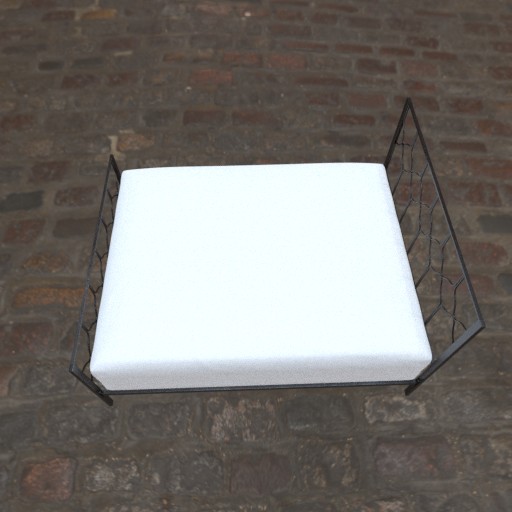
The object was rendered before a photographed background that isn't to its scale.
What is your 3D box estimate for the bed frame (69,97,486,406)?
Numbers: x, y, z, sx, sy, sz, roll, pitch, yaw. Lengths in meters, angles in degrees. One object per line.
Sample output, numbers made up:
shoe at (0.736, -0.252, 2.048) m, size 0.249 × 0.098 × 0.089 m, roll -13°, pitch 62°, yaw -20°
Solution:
bed frame at (0.000, 0.000, 2.958) m, size 2.063 × 1.222 × 1.597 m, roll -2°, pitch 58°, yaw -1°
